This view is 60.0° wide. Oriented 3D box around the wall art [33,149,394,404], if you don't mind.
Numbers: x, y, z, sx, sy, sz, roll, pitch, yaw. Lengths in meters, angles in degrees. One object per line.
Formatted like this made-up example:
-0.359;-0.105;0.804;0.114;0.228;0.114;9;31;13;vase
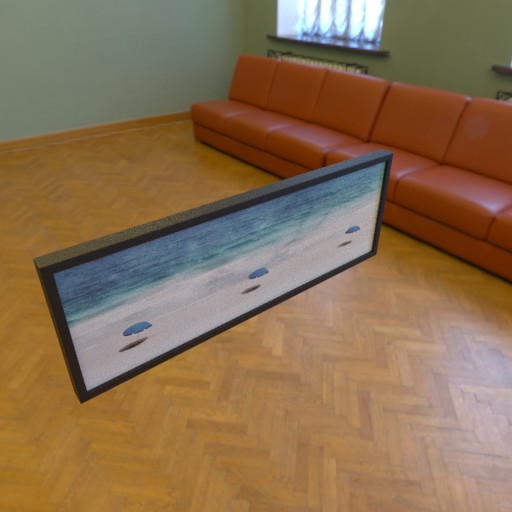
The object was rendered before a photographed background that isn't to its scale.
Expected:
0.000;0.000;0.986;0.860;0.303;0.037;-23;38;-32;wall art
